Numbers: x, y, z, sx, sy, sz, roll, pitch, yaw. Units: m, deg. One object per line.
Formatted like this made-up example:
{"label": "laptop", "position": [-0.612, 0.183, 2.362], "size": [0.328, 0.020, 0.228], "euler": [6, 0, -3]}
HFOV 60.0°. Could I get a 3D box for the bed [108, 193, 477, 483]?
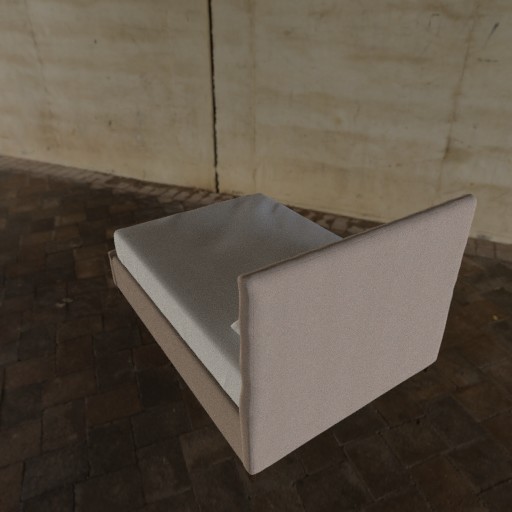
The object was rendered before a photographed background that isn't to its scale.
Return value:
{"label": "bed", "position": [0.000, 0.000, 3.468], "size": [1.698, 1.427, 2.387], "euler": [-19, 35, -29]}
